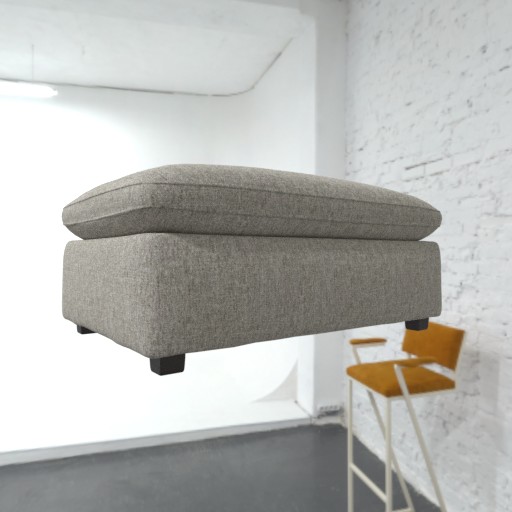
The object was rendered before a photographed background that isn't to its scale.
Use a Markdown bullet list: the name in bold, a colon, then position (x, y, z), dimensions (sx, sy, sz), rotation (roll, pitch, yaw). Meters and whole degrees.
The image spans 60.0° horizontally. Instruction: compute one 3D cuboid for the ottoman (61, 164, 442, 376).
- **ottoman**: position (0.000, 0.000, 1.330), dimensions (0.977, 0.451, 0.694), rotation (0, 0, -36)
